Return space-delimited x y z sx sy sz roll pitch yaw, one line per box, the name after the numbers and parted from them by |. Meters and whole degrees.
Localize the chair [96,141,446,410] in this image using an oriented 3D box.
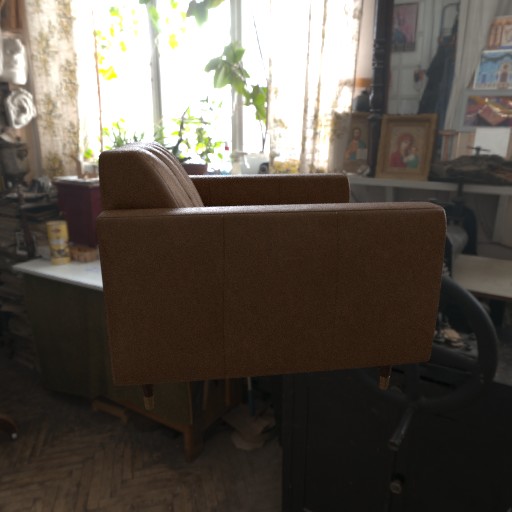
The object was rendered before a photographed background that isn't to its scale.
0.000 0.000 1.665 0.998 0.819 0.953 -2 17 -8 | chair
